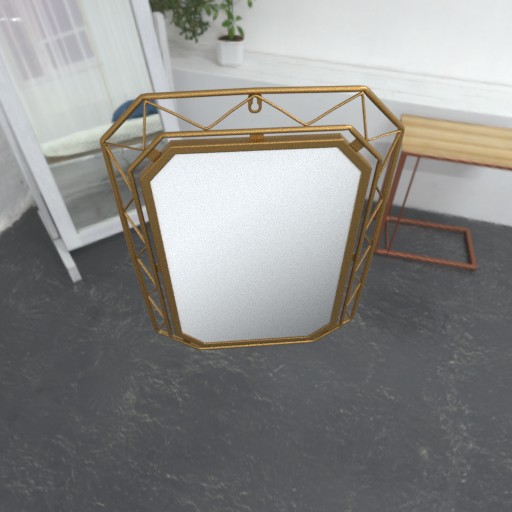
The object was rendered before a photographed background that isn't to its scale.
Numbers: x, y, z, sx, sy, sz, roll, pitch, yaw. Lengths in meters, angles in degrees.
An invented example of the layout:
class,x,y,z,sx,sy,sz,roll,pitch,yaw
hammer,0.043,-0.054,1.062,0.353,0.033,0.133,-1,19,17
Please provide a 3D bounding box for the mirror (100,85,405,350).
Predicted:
class,x,y,z,sx,sy,sz,roll,pitch,yaw
mirror,0.000,0.000,0.738,0.417,0.566,0.042,-3,46,-3
